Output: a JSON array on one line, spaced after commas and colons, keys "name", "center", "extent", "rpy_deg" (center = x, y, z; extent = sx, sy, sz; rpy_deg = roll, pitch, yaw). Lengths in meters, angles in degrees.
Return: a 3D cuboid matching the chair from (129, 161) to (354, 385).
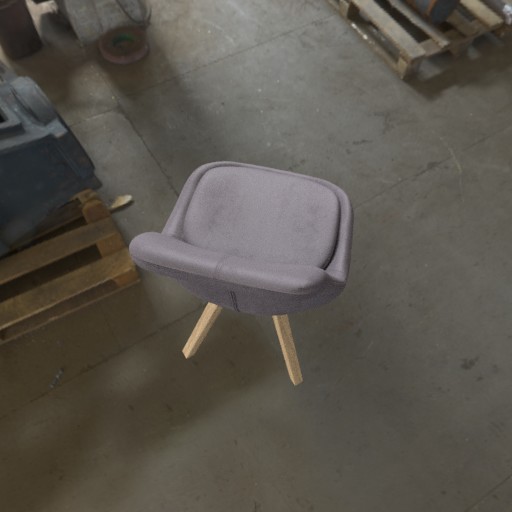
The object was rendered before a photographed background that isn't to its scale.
[{"name": "chair", "center": [0.000, 0.000, 1.194], "extent": [0.483, 0.865, 0.547], "rpy_deg": [12, 63, 6]}]
